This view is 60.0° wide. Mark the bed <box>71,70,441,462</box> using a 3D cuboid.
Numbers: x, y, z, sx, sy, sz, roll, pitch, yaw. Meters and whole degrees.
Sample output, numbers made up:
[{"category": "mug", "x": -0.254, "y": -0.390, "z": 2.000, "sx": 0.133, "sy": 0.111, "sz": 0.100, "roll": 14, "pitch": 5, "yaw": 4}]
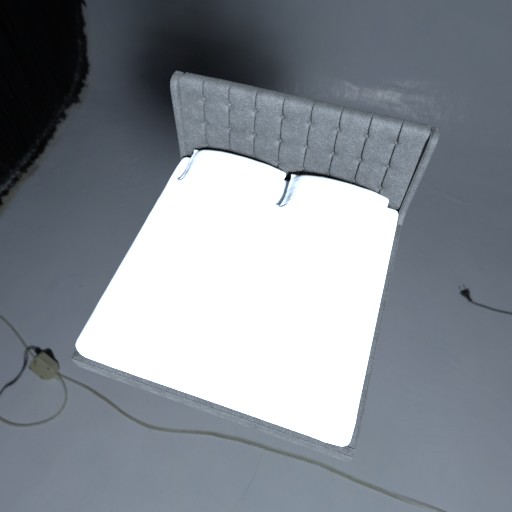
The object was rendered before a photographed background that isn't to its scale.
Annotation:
[{"category": "bed", "x": 0.000, "y": 0.000, "z": 2.472, "sx": 1.531, "sy": 0.933, "sz": 1.638, "roll": 16, "pitch": 60, "yaw": 10}]
